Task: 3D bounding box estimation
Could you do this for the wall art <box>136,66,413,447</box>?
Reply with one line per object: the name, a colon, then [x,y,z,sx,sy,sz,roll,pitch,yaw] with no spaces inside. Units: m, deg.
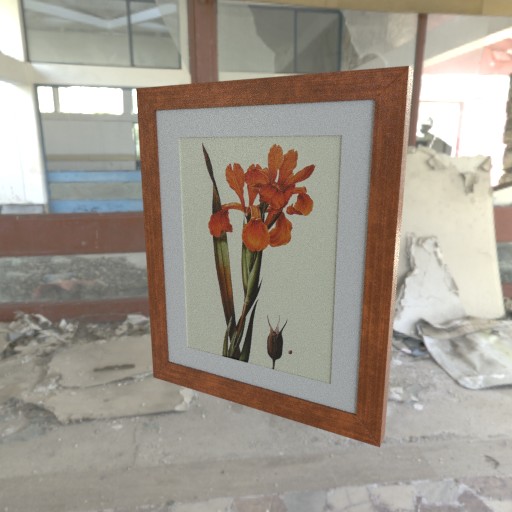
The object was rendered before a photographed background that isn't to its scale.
wall art: [0.000,0.000,0.761,0.467,0.567,0.033,7,16,28]
